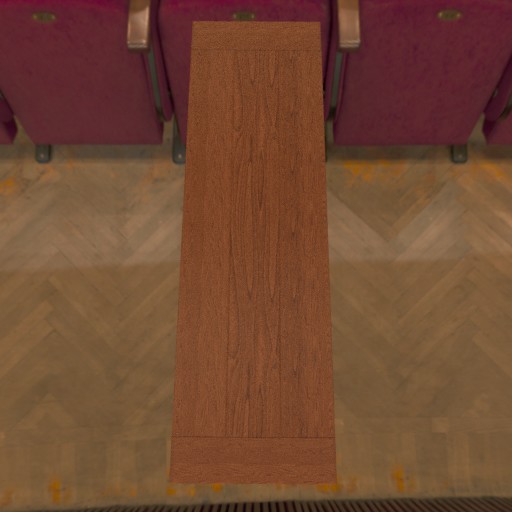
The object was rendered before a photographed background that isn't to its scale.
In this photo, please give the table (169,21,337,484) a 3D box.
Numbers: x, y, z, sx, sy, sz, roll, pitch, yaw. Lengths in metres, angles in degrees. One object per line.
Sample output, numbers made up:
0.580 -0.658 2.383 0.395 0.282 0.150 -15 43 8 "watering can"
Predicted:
0.000 0.000 1.780 0.461 0.852 1.478 0 76 0 "table"
